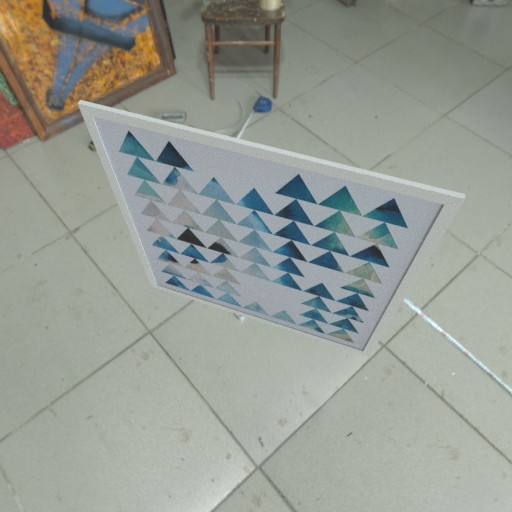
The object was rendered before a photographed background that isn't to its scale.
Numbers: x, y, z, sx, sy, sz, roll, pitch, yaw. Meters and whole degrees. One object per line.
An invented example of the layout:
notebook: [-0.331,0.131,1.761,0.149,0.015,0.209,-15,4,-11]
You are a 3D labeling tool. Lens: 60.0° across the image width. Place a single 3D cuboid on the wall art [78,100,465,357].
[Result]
wall art: [0.000,0.000,0.688,0.456,0.456,0.007,16,58,10]
